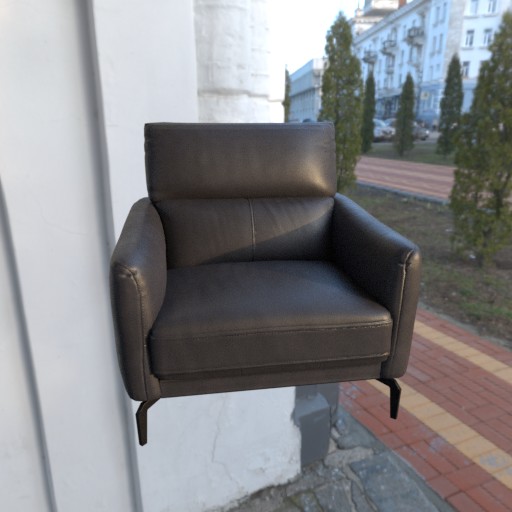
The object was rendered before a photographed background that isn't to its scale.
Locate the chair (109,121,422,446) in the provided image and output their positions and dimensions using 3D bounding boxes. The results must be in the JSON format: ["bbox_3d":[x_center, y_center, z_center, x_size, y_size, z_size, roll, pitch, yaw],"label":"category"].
[{"bbox_3d":[0.000,0.000,1.637,0.976,0.949,0.809,-3,17,-8],"label":"chair"}]
